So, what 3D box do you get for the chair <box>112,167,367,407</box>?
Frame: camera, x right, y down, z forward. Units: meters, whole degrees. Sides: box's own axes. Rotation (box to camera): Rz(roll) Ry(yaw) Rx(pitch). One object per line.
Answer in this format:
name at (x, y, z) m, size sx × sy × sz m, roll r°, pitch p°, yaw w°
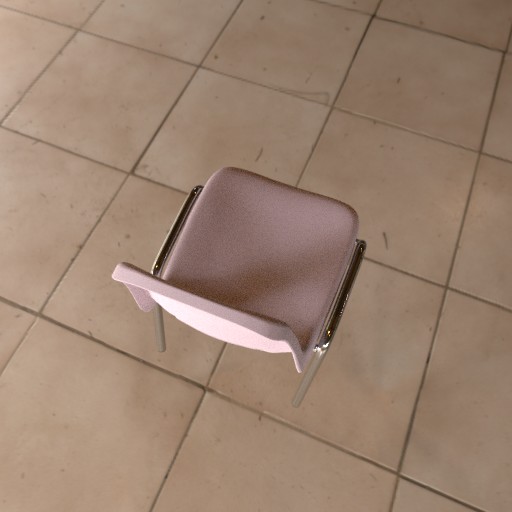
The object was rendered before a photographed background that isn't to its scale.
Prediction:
chair at (0.000, 0.000, 0.768) m, size 0.354 × 0.536 × 0.385 m, roll 20°, pitch 66°, yaw 9°
